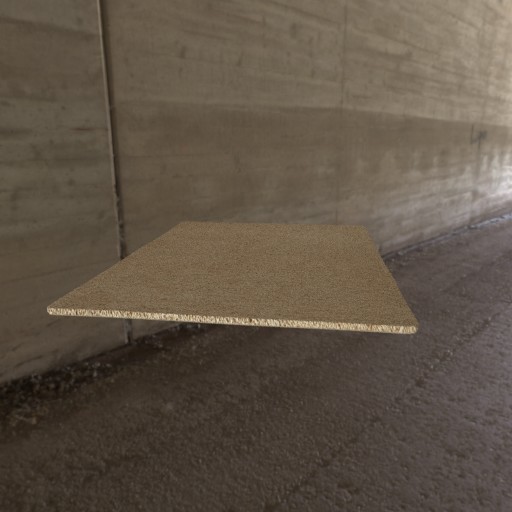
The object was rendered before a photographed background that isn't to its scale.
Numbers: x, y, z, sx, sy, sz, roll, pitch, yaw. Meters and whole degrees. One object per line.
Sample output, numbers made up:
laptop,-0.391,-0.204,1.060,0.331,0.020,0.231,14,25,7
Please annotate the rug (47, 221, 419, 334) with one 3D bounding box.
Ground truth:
rug,0.000,0.000,2.157,1.199,0.025,1.600,2,15,7
